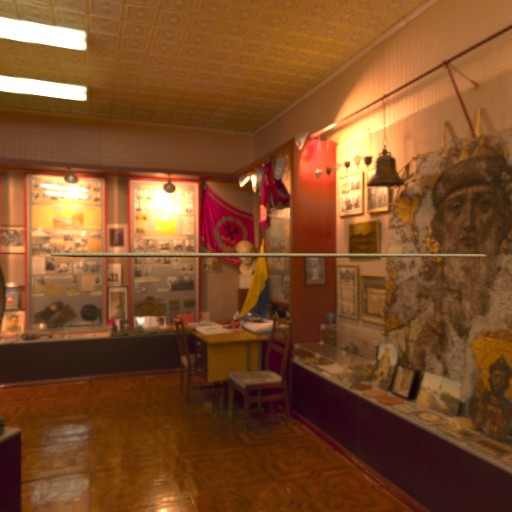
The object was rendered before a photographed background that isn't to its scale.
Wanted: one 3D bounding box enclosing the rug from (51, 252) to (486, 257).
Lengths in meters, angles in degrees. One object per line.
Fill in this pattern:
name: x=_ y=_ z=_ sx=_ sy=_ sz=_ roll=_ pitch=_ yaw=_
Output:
rug: x=0.000 y=0.000 z=3.480 sx=2.746 sy=0.018 sz=1.819 roll=0 pitch=0 yaw=-19
